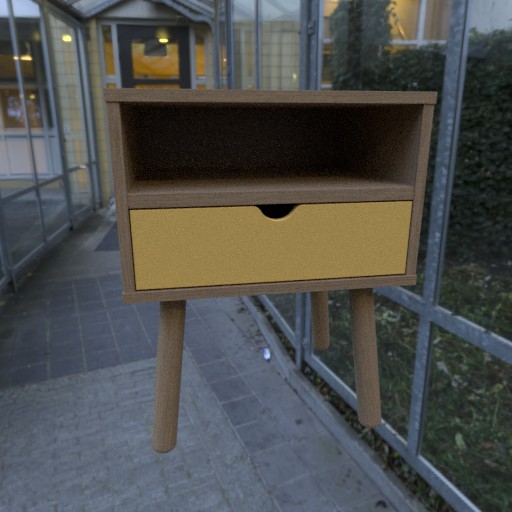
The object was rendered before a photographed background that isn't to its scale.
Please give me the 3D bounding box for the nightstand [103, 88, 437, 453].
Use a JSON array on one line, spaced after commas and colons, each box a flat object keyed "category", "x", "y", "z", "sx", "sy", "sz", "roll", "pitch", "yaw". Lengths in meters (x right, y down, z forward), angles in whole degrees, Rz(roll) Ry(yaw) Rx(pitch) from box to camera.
[{"category": "nightstand", "x": 0.000, "y": 0.000, "z": 0.846, "sx": 0.450, "sy": 0.571, "sz": 0.380, "roll": -3, "pitch": 17, "yaw": -9}]
